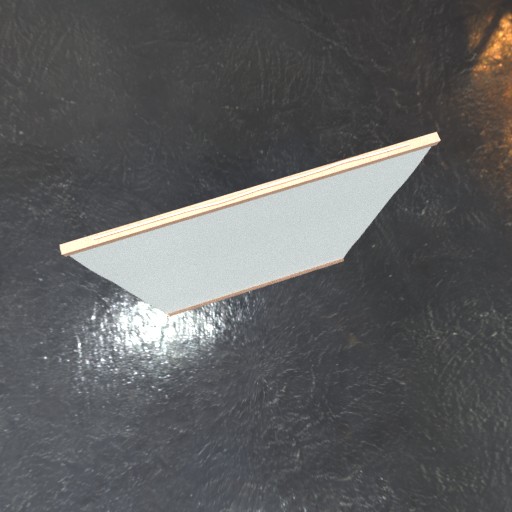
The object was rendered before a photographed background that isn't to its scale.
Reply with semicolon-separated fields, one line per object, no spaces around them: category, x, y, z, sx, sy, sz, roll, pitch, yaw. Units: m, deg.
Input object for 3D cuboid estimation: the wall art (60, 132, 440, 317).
wall art;0.000;0.000;1.331;0.758;1.013;0.020;-17;76;-4
